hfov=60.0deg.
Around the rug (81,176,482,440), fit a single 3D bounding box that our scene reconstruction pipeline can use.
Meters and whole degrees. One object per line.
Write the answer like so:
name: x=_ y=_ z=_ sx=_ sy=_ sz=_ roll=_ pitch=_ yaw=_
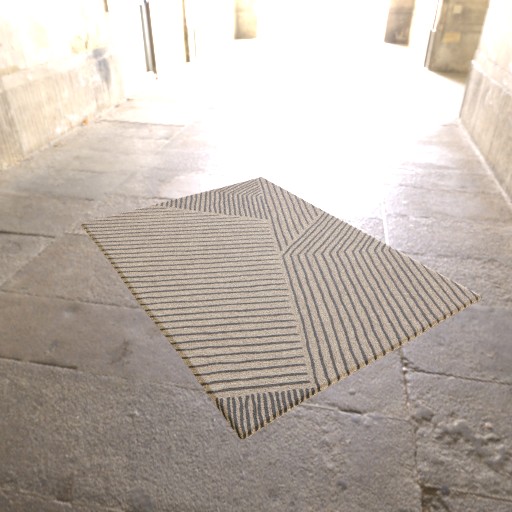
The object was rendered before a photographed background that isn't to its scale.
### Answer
rug: x=0.000 y=0.000 z=3.232 sx=1.829 sy=0.028 sz=2.449 roll=-20 pitch=37 yaw=-29
